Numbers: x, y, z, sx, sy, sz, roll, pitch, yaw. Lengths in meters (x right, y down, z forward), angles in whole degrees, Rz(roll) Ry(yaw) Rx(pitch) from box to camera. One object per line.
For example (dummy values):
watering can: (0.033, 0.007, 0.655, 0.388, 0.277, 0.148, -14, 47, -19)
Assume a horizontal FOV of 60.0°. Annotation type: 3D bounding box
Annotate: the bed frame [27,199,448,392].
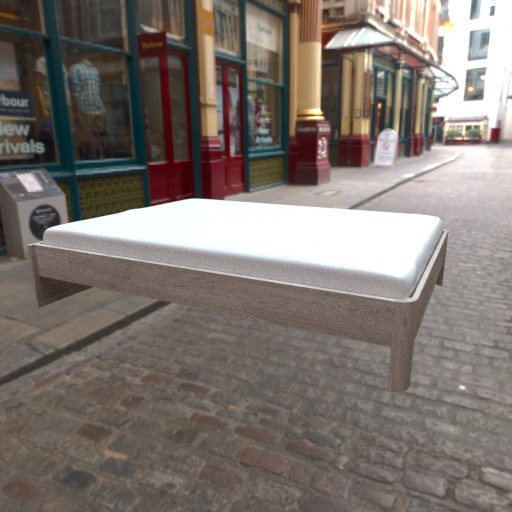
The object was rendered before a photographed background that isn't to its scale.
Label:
bed frame: (0.000, 0.000, 2.580, 1.950, 0.462, 1.490, 7, 17, 26)
